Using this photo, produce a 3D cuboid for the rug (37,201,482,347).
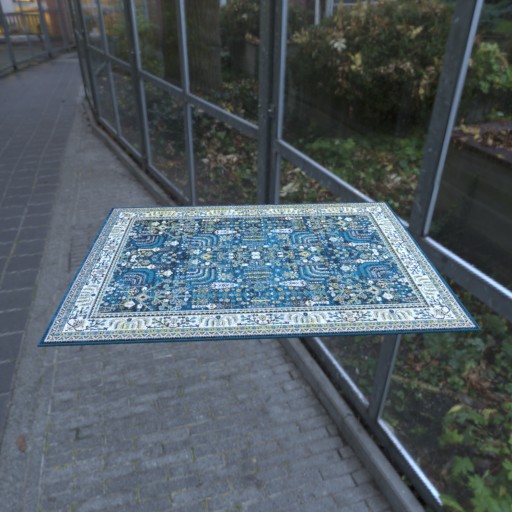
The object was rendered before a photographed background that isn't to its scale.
[{"bbox_3d":[0.000,0.000,2.886,2.213,0.013,1.594,-2,31,-3],"label":"rug"}]
